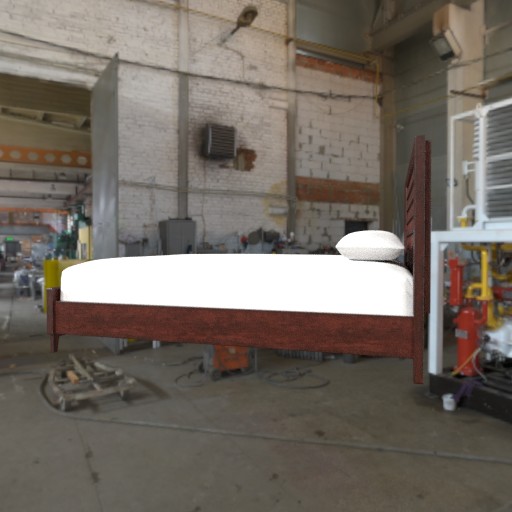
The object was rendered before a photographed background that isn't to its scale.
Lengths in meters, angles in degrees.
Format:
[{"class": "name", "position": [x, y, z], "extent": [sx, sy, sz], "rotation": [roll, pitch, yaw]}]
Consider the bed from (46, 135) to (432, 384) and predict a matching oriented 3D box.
[{"class": "bed", "position": [0.000, 0.000, 4.016], "extent": [2.803, 1.492, 2.040], "rotation": [0, 1, 17]}]
